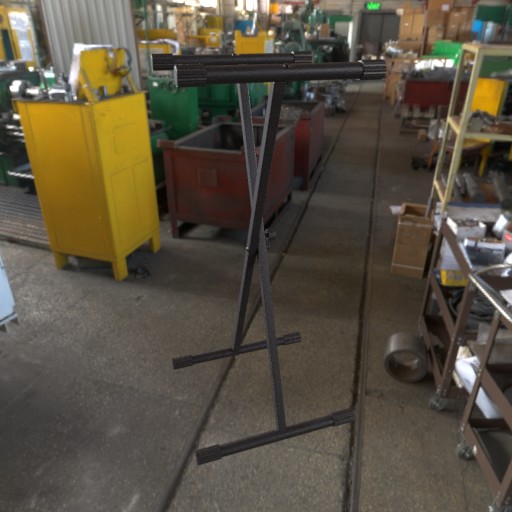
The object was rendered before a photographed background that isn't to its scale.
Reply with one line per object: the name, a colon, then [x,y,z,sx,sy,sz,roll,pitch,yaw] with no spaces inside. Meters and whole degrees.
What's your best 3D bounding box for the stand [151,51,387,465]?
stand: [0.000,0.000,1.142,0.449,0.940,0.409,-9,29,-16]
